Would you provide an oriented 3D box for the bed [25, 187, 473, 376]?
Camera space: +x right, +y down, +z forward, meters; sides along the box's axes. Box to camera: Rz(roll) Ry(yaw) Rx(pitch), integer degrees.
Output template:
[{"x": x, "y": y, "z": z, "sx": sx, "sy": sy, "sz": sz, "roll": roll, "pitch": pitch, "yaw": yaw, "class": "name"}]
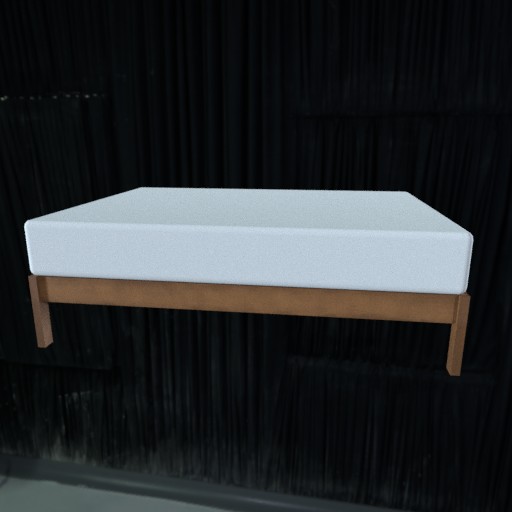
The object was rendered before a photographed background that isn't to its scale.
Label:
[{"x": 0.000, "y": 0.000, "z": 2.567, "sx": 1.927, "sy": 0.616, "sz": 1.348, "roll": 2, "pitch": 15, "yaw": 8, "class": "bed"}]
